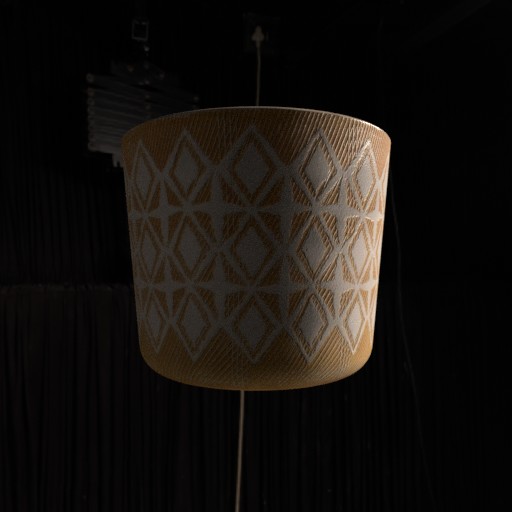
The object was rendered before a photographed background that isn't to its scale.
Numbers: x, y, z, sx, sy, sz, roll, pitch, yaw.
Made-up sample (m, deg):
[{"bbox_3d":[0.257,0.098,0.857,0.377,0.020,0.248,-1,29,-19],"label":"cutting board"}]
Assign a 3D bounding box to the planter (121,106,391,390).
[{"bbox_3d":[0.000,0.000,0.217,0.126,0.104,0.126,0,0,0],"label":"planter"}]
